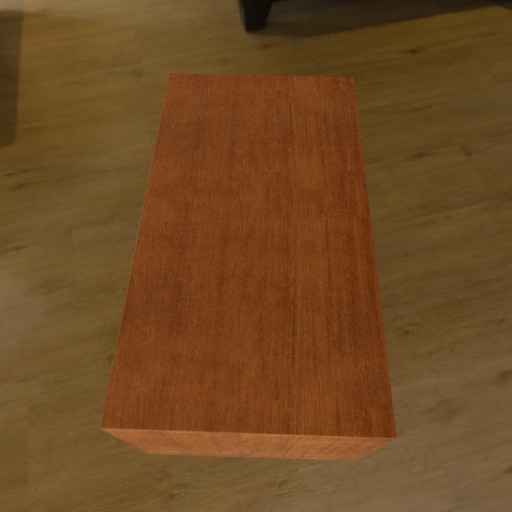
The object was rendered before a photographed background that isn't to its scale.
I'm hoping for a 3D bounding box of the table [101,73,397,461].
[{"bbox_3d":[0.000,0.000,1.249,0.549,0.419,1.000,2,60,1],"label":"table"}]
